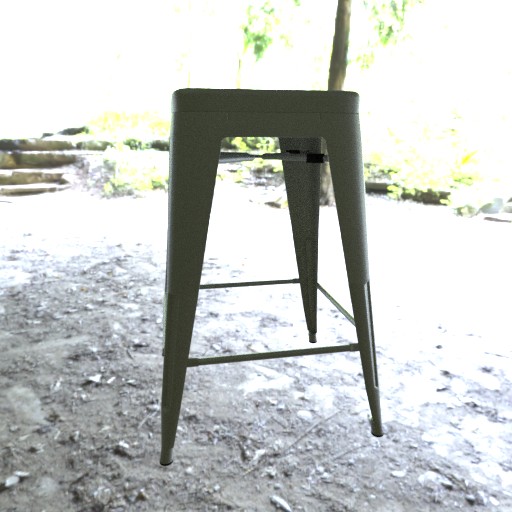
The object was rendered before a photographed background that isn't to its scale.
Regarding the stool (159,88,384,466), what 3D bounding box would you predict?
[{"bbox_3d":[0.000,0.000,0.895,0.410,0.608,0.410,-3,16,-11],"label":"stool"}]
